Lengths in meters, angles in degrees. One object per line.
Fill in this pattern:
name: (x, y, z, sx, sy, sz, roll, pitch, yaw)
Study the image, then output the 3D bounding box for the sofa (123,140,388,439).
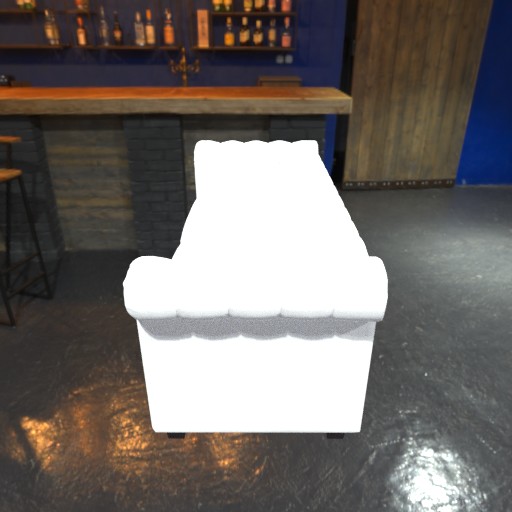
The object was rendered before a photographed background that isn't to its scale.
sofa: (0.000, 0.000, 2.197, 0.771, 0.796, 1.798, 0, 27, 0)
